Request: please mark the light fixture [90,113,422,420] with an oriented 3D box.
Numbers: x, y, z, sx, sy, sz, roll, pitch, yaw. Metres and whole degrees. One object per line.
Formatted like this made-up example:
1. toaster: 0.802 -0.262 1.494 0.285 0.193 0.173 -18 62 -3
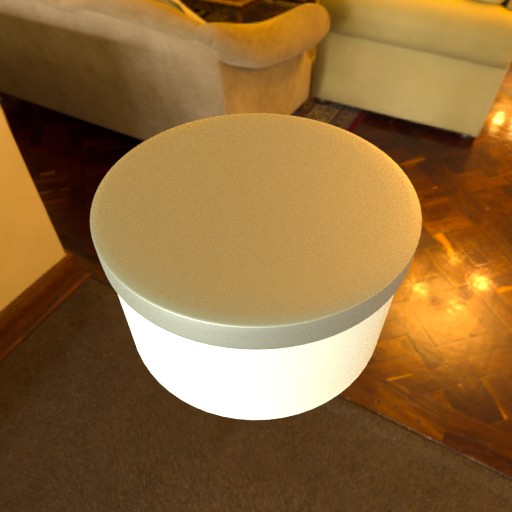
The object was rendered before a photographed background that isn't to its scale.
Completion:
1. light fixture: 0.000 0.000 0.622 0.393 0.229 0.393 0 46 0
